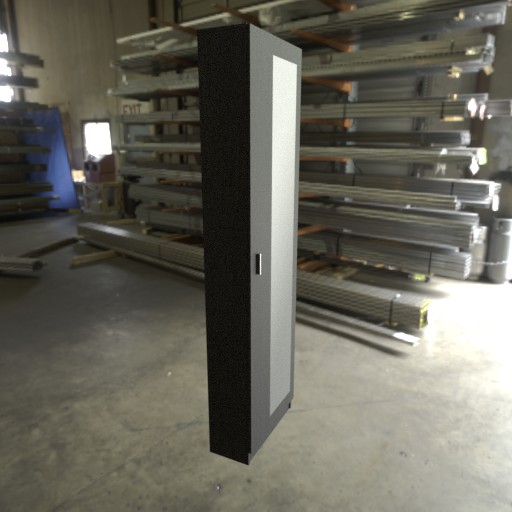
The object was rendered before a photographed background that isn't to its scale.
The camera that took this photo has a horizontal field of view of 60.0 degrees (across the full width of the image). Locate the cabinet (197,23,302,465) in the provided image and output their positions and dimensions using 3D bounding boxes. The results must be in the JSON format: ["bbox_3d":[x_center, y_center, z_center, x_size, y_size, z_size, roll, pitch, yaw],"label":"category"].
[{"bbox_3d":[0.000,0.000,2.003,0.230,1.790,0.500,7,16,26],"label":"cabinet"}]
